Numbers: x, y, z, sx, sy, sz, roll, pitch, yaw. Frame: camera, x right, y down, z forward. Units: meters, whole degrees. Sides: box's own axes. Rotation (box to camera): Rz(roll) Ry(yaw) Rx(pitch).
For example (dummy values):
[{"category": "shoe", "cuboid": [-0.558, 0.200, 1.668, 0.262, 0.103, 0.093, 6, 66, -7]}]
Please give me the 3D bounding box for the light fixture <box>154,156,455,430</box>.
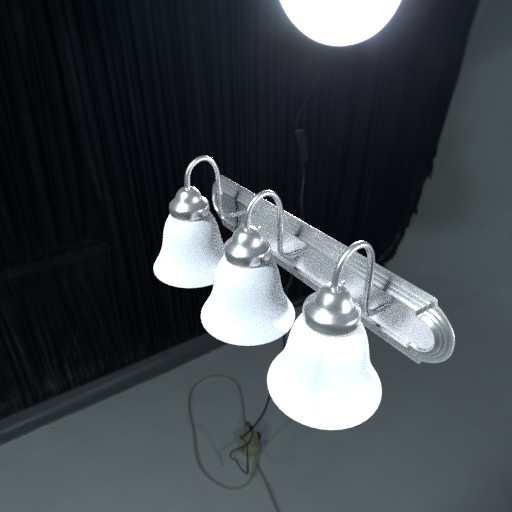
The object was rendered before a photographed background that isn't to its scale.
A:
[{"category": "light fixture", "cuboid": [0.000, 0.000, 0.726, 0.199, 0.222, 0.610, -21, 38, -30]}]
